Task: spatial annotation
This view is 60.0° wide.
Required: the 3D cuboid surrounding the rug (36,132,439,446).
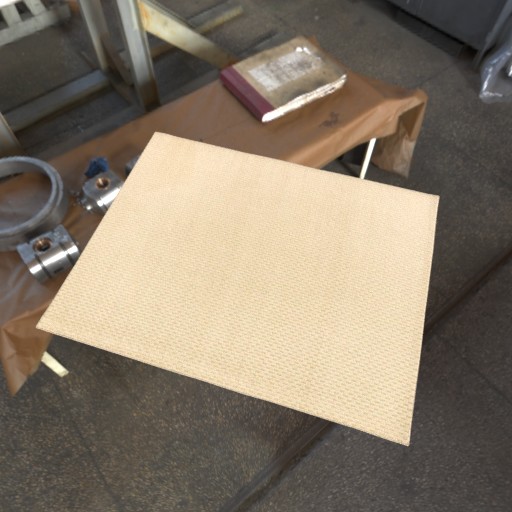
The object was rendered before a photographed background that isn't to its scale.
[{"bbox_3d":[0.000,0.000,3.804,2.897,0.035,2.277,15,60,9],"label":"rug"}]
